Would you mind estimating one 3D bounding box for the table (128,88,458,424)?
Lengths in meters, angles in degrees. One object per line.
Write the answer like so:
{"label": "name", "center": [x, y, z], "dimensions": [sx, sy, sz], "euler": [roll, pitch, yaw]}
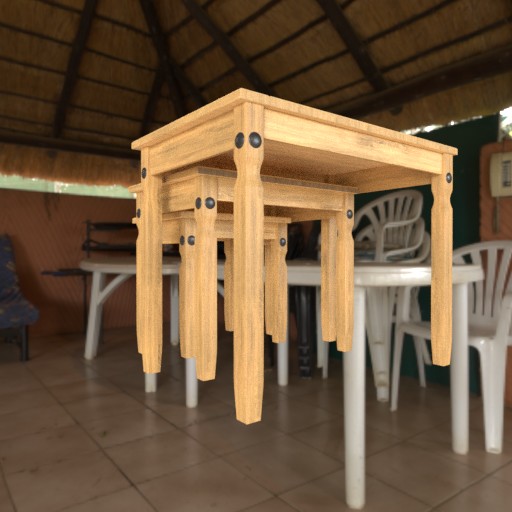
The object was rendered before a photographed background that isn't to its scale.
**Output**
{"label": "table", "center": [0.000, 0.000, 1.200], "dimensions": [0.660, 0.535, 0.773], "euler": [0, 1, -38]}
